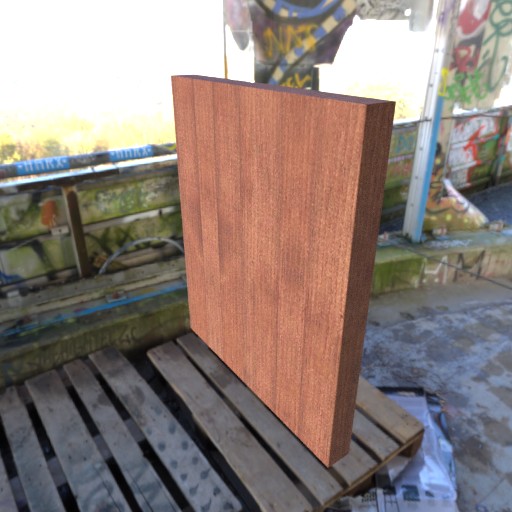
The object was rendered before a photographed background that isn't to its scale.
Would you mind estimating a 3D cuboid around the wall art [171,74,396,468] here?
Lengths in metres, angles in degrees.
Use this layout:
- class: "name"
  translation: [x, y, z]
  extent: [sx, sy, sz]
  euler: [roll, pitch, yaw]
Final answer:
- class: "wall art"
  translation: [0.000, 0.000, 0.622]
  extent: [0.039, 0.449, 0.377]
  euler: [-18, 31, -31]
